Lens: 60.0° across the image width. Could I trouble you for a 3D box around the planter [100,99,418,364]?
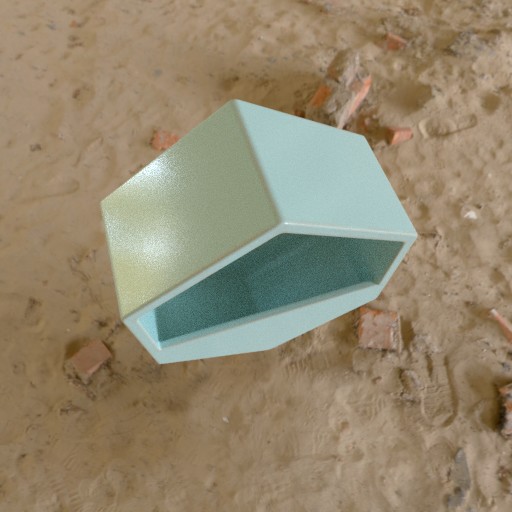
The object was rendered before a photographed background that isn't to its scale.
[{"bbox_3d":[0.000,0.000,0.298,0.169,0.207,0.078,-16,65,-8],"label":"planter"}]
